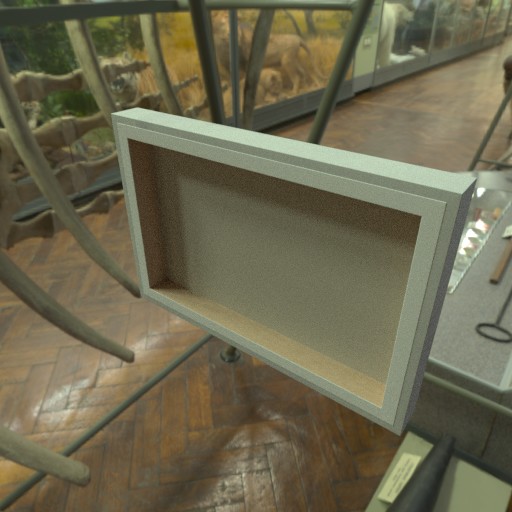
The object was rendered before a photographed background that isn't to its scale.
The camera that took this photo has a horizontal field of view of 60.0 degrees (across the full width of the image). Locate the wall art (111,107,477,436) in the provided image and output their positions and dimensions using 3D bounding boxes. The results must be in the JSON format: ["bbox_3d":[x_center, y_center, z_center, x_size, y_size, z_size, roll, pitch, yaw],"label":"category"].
[{"bbox_3d":[0.000,0.000,0.478,0.381,0.254,0.038,21,37,31],"label":"wall art"}]
